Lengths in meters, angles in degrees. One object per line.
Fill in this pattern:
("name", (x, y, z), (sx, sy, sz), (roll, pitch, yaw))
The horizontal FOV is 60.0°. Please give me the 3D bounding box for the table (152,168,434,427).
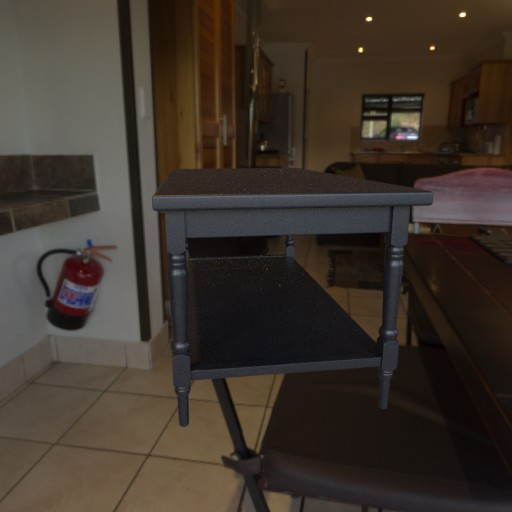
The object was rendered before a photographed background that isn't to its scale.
("table", (0.000, 0.000, 1.434), (0.550, 0.510, 1.107), (-2, 14, -8))
